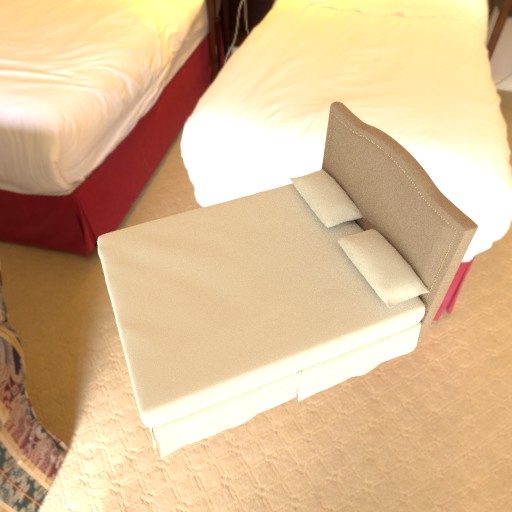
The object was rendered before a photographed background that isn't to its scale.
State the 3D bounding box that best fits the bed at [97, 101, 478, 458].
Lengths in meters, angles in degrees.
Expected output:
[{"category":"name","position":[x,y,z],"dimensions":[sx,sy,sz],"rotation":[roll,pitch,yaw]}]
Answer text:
[{"category":"bed","position":[0.000,0.000,3.417],"dimensions":[2.282,1.436,1.821],"rotation":[-17,49,-15]}]
